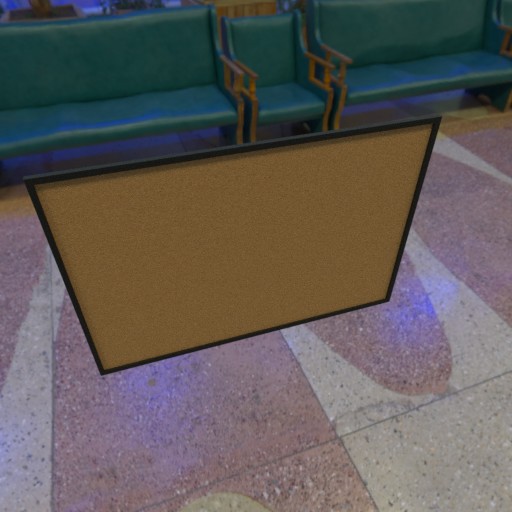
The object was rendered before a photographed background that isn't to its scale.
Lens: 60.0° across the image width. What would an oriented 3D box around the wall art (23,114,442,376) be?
[{"bbox_3d":[0.000,0.000,1.203,0.963,0.665,0.013,-12,42,-14],"label":"wall art"}]
